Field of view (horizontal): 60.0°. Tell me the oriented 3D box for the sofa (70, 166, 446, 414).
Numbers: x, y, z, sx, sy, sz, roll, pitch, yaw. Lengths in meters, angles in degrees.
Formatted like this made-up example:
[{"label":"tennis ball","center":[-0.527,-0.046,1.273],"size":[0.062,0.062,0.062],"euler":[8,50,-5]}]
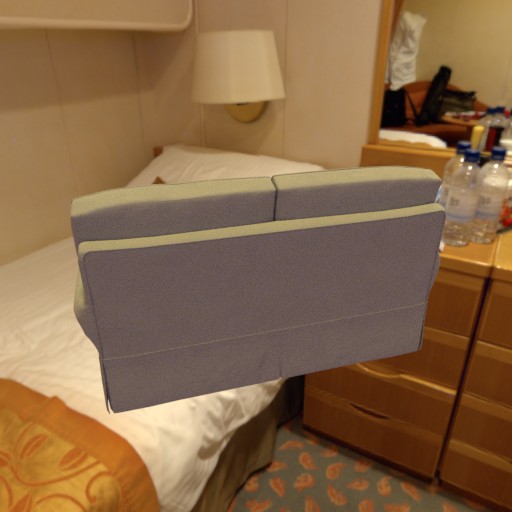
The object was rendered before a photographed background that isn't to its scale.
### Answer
[{"label":"sofa","center":[0.000,0.000,2.383],"size":[1.823,1.024,0.841],"euler":[-7,27,-15]}]
